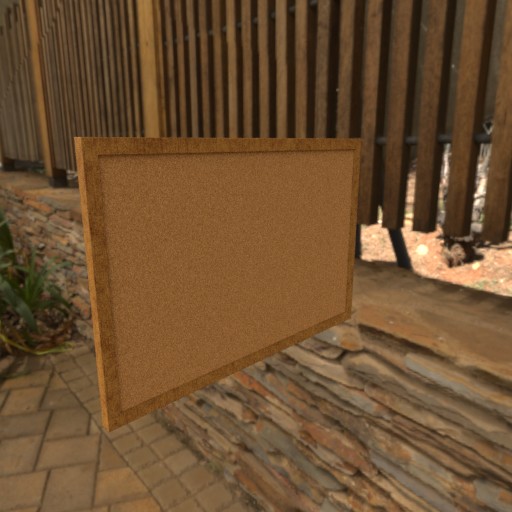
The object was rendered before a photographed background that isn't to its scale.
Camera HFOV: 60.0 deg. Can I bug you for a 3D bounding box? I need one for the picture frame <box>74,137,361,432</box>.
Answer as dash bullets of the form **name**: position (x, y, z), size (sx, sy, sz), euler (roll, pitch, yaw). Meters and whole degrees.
- **picture frame**: position (0.000, 0.000, 1.208), size (0.922, 0.621, 0.029), euler (-14, 20, -42)
